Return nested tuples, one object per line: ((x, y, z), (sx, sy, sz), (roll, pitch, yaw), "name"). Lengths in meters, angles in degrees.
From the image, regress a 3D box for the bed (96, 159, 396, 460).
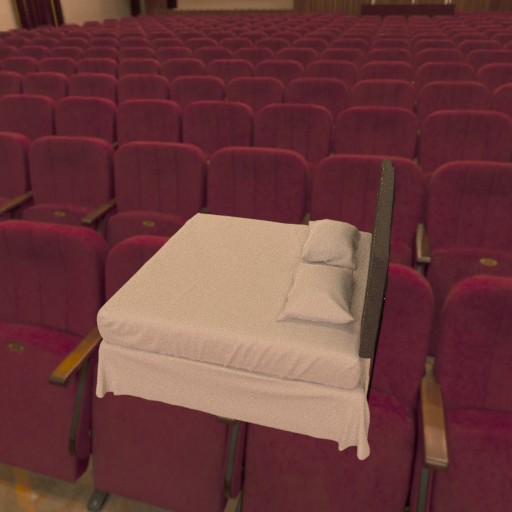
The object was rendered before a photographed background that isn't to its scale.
((0.000, 0.000, 3.809), (2.219, 1.651, 2.314), (8, 29, 14), "bed")
